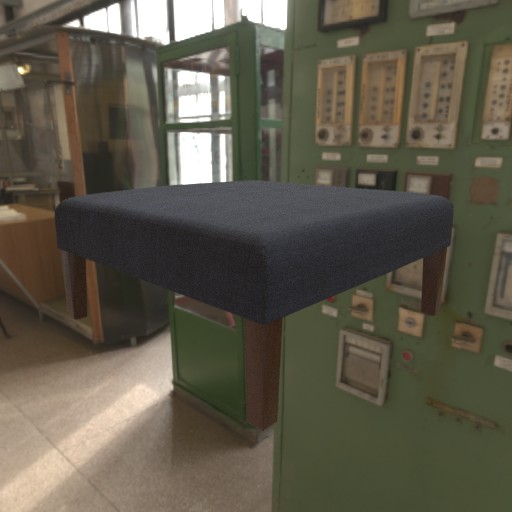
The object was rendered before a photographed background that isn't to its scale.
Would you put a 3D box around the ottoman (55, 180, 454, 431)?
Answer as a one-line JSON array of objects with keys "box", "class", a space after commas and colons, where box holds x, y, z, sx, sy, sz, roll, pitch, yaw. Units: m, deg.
[{"box": [0.000, 0.000, 1.412, 0.889, 0.411, 0.890, 13, 19, 42], "class": "ottoman"}]
